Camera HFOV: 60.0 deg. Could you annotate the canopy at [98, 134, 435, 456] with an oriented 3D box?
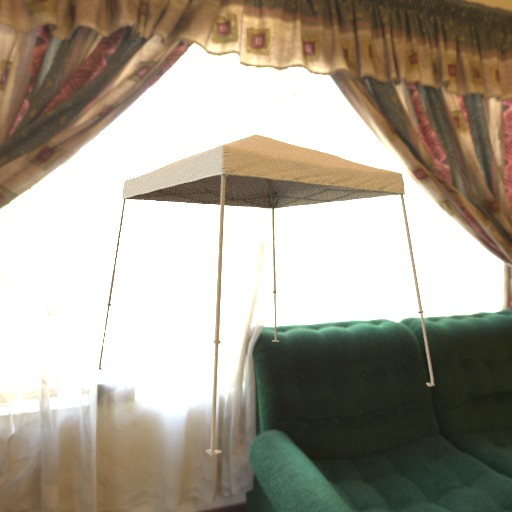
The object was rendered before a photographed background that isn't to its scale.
[{"bbox_3d":[0.000,0.000,6.584,3.599,3.600,3.600,-1,2,-36],"label":"canopy"}]
